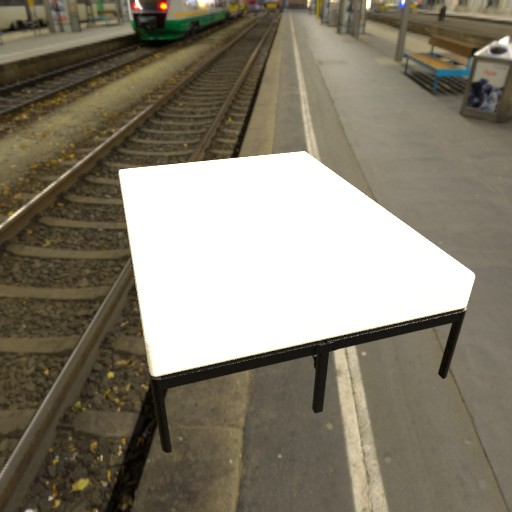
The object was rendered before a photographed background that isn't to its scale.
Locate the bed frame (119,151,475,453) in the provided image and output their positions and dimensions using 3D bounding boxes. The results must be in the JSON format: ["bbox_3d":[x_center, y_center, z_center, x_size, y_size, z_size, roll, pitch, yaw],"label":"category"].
[{"bbox_3d":[0.000,0.000,2.876,1.557,0.659,2.072,-9,31,-15],"label":"bed frame"}]
